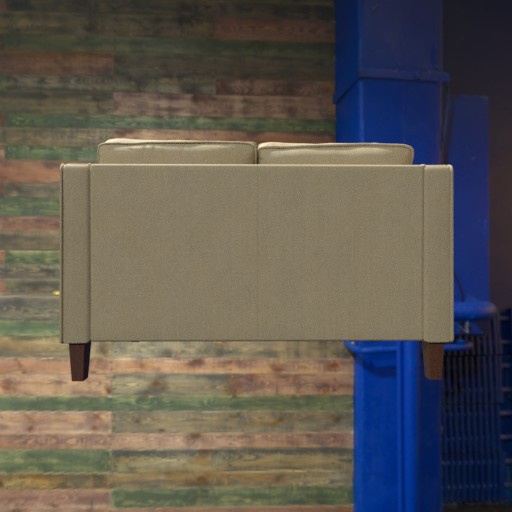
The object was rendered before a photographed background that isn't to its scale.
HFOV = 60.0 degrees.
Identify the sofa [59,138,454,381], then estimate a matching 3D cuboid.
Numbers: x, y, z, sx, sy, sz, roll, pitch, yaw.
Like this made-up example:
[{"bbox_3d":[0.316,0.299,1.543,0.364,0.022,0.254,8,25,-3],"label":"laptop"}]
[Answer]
[{"bbox_3d":[0.000,0.000,2.163,1.501,0.971,0.987,0,-1,-1],"label":"sofa"}]
